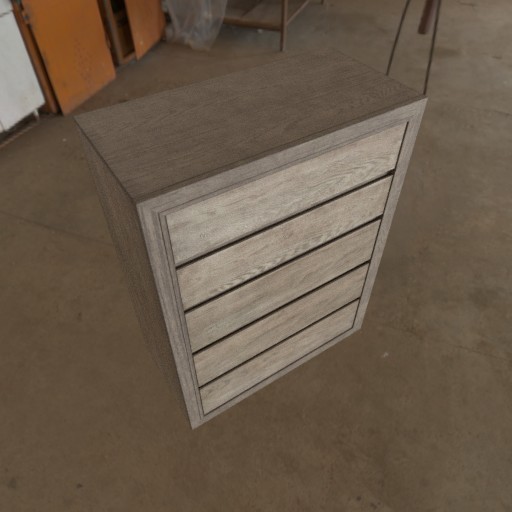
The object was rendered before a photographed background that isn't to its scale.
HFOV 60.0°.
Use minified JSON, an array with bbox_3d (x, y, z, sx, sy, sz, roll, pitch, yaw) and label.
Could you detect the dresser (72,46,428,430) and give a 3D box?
[{"bbox_3d":[0.000,0.000,1.800,0.967,1.295,0.483,-25,51,-22],"label":"dresser"}]
